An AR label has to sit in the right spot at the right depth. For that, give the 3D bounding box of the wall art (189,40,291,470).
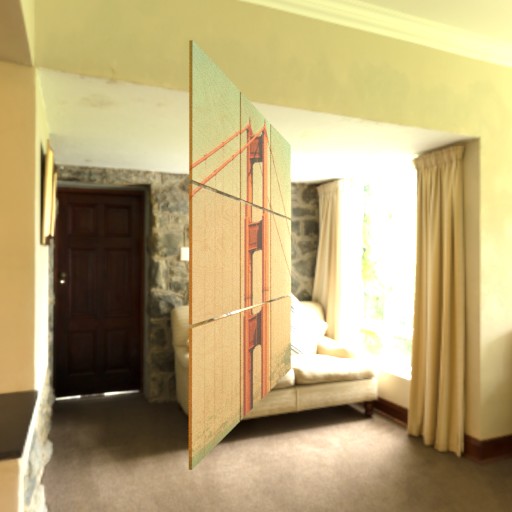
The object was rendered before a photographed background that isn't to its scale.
[{"bbox_3d":[0.000,0.000,2.293,0.013,1.523,1.517,0,-1,18],"label":"wall art"}]
